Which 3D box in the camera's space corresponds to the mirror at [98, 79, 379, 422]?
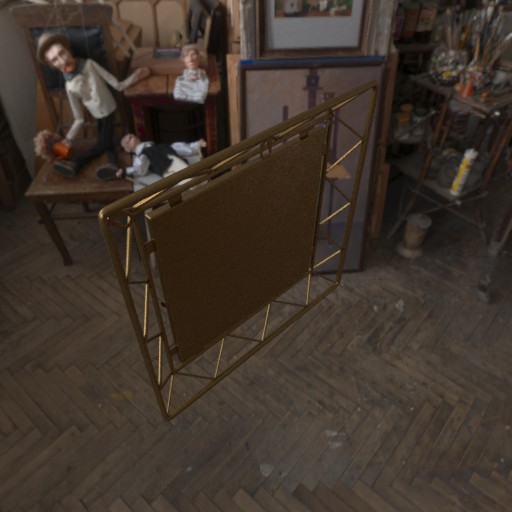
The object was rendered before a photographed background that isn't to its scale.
[{"bbox_3d":[0.000,0.000,0.643,0.416,0.414,0.046,-33,54,-29],"label":"mirror"}]
